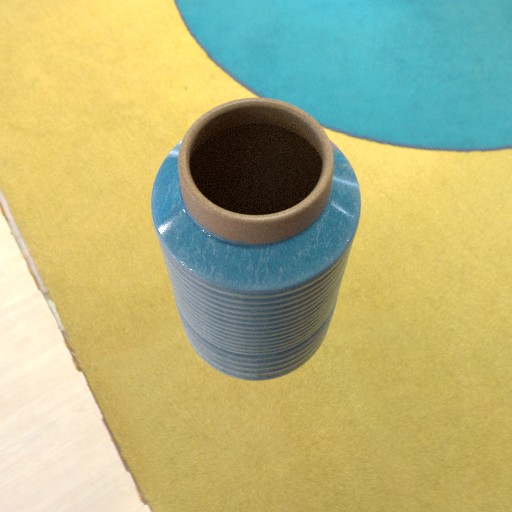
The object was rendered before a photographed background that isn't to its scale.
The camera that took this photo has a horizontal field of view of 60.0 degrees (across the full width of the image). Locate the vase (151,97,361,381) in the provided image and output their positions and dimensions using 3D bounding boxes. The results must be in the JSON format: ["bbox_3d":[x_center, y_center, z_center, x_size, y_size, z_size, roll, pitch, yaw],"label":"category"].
[{"bbox_3d":[0.000,0.000,0.375,0.163,0.267,0.163,0,64,0],"label":"vase"}]
